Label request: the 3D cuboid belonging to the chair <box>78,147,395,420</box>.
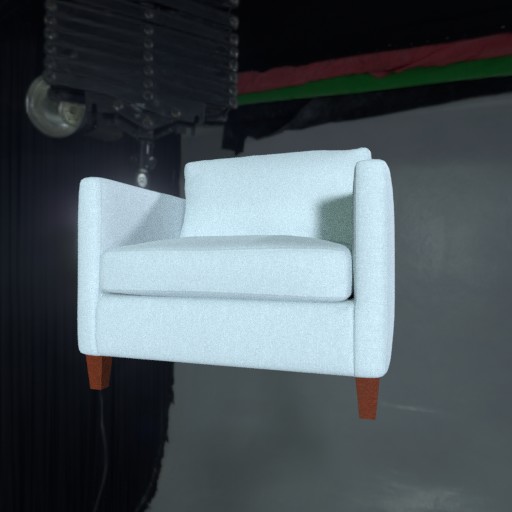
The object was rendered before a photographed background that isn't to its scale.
[{"bbox_3d":[0.000,0.000,1.857,1.107,0.961,0.953,0,0,18],"label":"chair"}]
